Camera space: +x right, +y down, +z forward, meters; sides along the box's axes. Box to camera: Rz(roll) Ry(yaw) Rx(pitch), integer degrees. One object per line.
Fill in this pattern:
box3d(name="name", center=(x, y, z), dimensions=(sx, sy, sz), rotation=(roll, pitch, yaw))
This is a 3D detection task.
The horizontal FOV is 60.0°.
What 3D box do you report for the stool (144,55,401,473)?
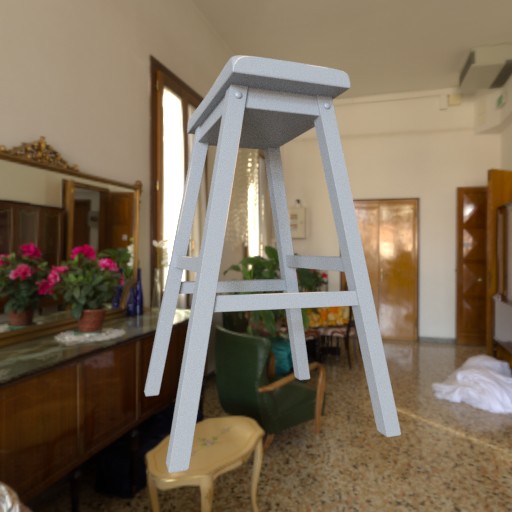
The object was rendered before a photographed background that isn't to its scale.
box3d(name="stool", center=(0.000, 0.000, 1.048), dimensions=(0.476, 0.737, 0.457), rotation=(0, 1, -19))
